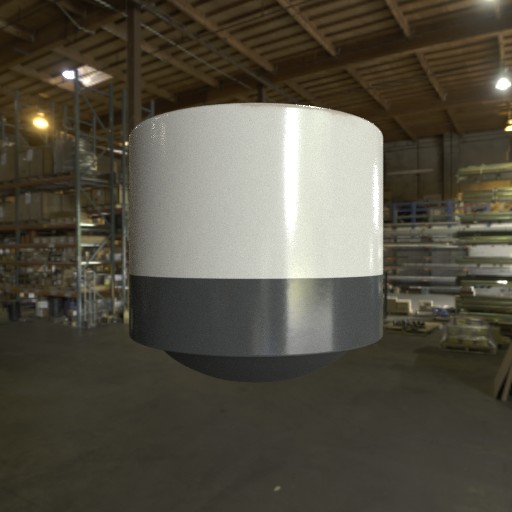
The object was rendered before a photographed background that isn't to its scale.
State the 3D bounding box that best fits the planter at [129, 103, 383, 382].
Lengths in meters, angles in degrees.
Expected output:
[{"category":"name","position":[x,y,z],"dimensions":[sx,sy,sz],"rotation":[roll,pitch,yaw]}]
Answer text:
[{"category":"planter","position":[0.000,0.000,0.350],"dimensions":[0.193,0.177,0.193],"rotation":[0,0,0]}]
